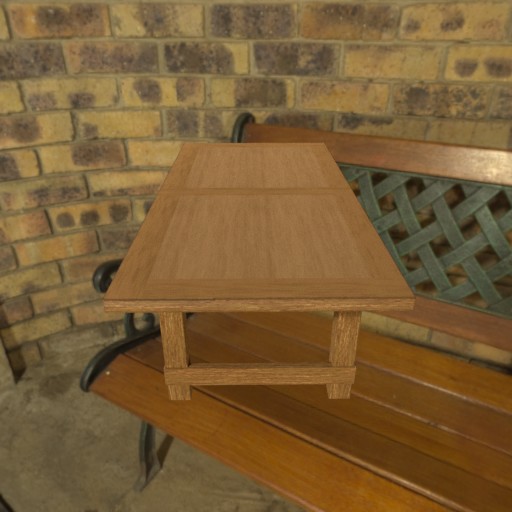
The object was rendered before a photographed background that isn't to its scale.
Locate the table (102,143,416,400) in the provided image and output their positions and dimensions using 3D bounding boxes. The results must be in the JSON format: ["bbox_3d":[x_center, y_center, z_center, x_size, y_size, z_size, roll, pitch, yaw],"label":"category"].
[{"bbox_3d":[0.000,0.000,2.459,1.000,0.762,1.982,0,28,-1],"label":"table"}]
